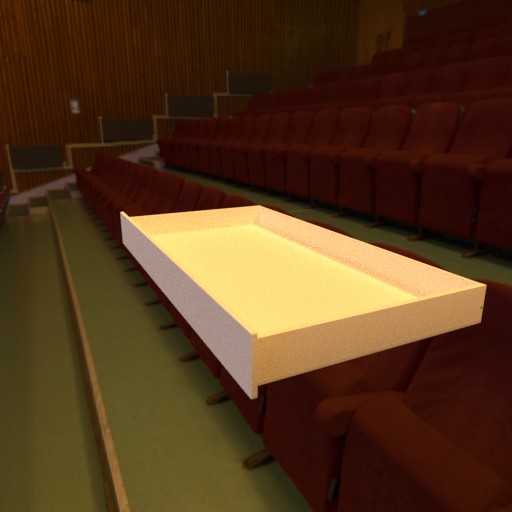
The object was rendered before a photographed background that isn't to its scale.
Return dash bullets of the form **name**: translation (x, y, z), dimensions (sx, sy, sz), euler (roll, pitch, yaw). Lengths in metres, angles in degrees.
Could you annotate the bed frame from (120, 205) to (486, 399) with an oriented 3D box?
- **bed frame**: translation (0.000, 0.000, 1.531), dimensions (0.670, 0.141, 1.300), euler (-8, 19, -25)
